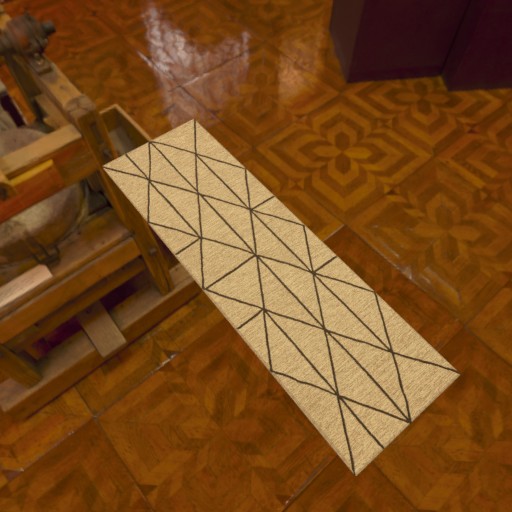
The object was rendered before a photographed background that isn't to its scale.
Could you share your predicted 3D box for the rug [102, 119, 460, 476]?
[{"bbox_3d":[0.000,0.000,2.663,0.762,0.012,2.438,-34,64,-19],"label":"rug"}]
